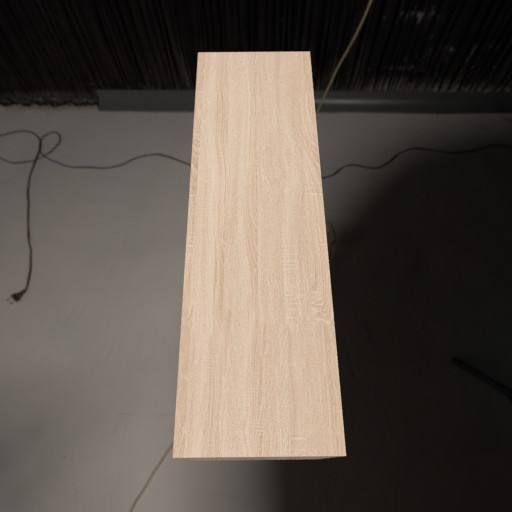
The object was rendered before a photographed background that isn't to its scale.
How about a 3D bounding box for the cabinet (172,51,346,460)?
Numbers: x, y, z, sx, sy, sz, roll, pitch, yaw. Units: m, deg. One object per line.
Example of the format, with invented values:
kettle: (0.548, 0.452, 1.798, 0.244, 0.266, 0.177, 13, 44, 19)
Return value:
cabinet: (0.000, 0.000, 1.980, 0.500, 0.780, 1.649, -1, 65, 0)
